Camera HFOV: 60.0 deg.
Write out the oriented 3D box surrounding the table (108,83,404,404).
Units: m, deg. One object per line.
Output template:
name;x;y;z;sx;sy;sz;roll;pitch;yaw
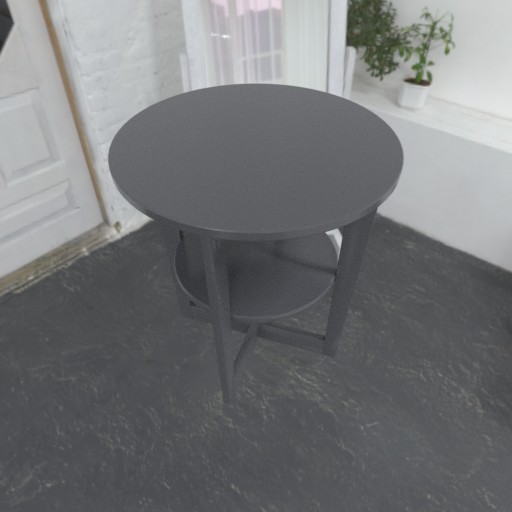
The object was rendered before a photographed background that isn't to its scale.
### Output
table;0.000;0.000;0.956;0.500;0.550;0.500;0;43;0
